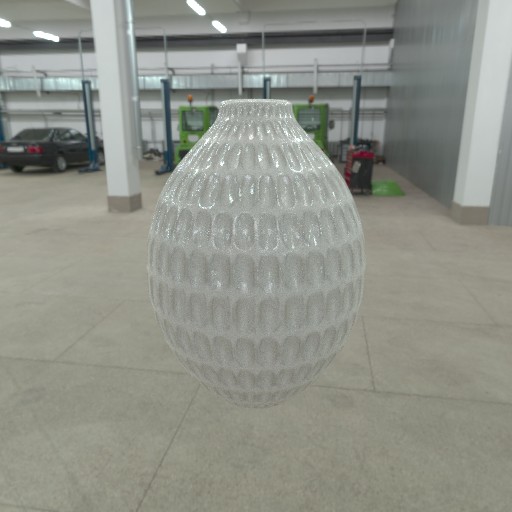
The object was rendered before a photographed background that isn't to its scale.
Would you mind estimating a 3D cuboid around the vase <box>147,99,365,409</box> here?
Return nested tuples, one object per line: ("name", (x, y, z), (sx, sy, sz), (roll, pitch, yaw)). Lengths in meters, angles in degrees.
("vase", (0.000, 0.000, 0.336), (0.162, 0.223, 0.162), (0, 17, 0))
